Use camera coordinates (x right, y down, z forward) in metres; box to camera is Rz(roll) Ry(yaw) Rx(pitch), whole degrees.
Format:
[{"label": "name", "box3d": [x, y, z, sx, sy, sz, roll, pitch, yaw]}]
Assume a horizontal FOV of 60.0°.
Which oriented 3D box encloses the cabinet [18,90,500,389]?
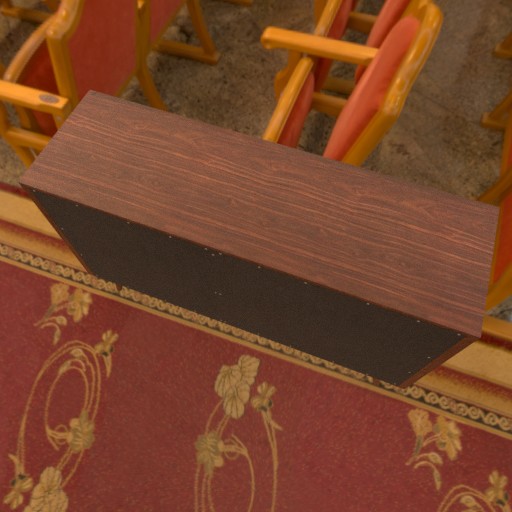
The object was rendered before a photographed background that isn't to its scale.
[{"label": "cabinet", "box3d": [0.000, 0.000, 1.933, 1.575, 0.940, 0.505, 18, 64, 10]}]
